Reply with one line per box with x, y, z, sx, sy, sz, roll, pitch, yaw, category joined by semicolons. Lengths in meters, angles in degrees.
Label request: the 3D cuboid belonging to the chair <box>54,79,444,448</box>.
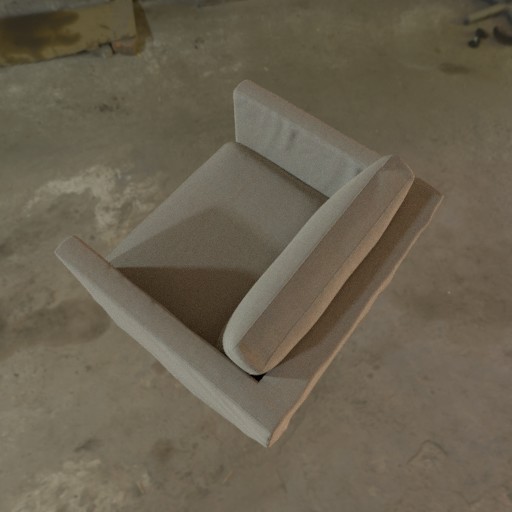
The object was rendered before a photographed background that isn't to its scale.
0.000;0.000;1.753;0.949;0.863;1.057;35;68;16;chair
